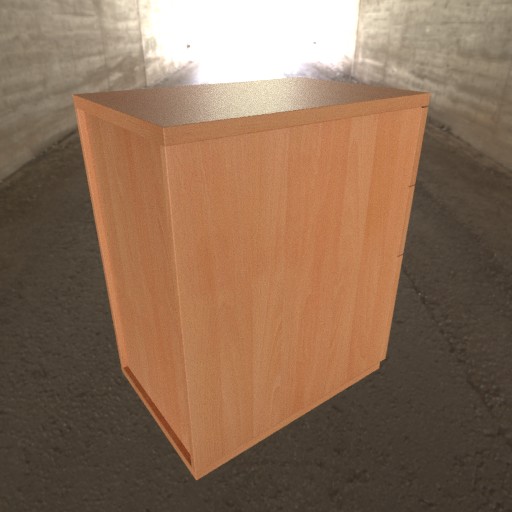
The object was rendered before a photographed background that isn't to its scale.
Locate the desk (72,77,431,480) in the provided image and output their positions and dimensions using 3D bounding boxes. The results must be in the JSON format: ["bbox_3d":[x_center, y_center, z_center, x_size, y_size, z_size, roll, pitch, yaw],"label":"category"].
[{"bbox_3d":[0.000,0.000,1.051,0.600,0.730,0.404,-19,33,-32],"label":"desk"}]
